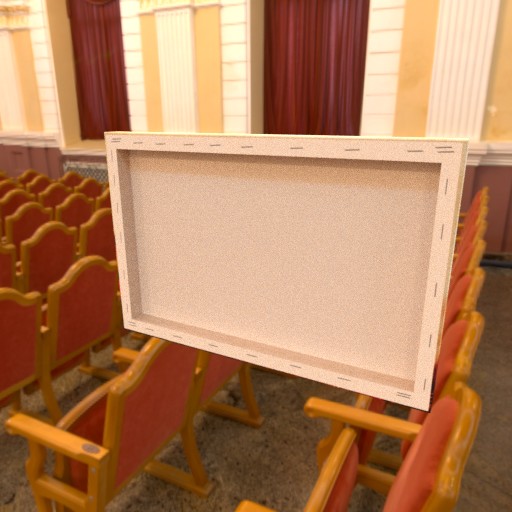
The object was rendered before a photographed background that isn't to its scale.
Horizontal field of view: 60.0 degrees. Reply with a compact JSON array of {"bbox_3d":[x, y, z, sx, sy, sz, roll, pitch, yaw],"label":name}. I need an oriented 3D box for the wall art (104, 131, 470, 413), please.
[{"bbox_3d":[0.000,0.000,0.761,0.613,0.402,0.040,9,19,26],"label":"wall art"}]
